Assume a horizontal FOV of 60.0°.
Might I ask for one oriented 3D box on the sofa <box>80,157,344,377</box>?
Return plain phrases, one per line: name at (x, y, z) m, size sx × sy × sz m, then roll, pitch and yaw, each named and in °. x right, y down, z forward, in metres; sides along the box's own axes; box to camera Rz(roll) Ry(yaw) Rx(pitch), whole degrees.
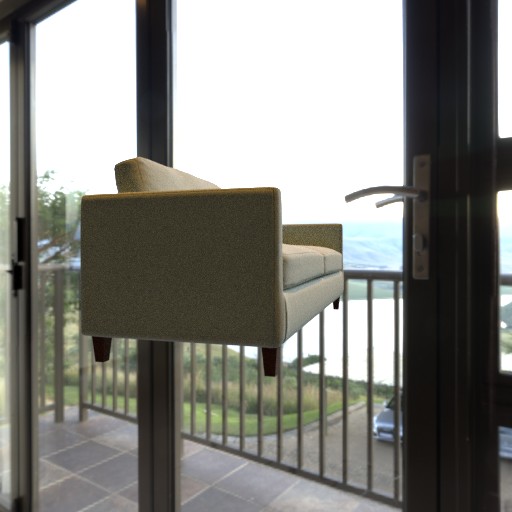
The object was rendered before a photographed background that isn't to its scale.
sofa at (0.000, 0.000, 2.997) m, size 0.948 × 0.965 × 2.434 m, roll 0°, pitch 0°, yaw 17°
